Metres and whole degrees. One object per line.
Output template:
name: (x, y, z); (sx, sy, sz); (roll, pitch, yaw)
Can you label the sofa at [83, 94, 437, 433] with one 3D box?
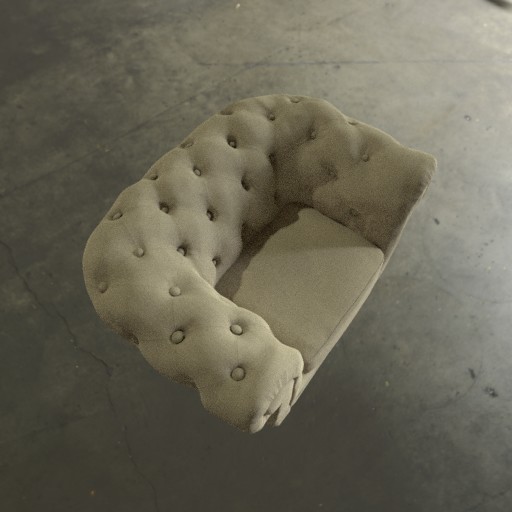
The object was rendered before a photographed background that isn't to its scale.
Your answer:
sofa: (0.000, 0.000, 2.055); (1.034, 0.878, 1.405); (32, 64, 18)
